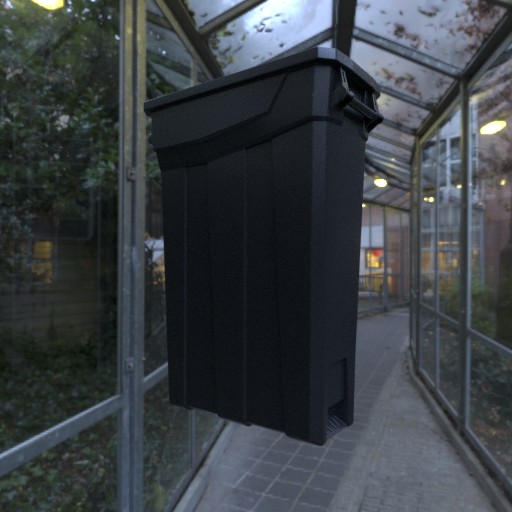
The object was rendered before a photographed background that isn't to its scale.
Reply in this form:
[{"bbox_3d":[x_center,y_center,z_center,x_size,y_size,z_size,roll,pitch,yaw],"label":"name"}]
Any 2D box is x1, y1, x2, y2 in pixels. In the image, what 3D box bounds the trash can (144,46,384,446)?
[{"bbox_3d":[0.000,0.000,1.062,0.559,0.762,0.281,0,-1,36],"label":"trash can"}]
